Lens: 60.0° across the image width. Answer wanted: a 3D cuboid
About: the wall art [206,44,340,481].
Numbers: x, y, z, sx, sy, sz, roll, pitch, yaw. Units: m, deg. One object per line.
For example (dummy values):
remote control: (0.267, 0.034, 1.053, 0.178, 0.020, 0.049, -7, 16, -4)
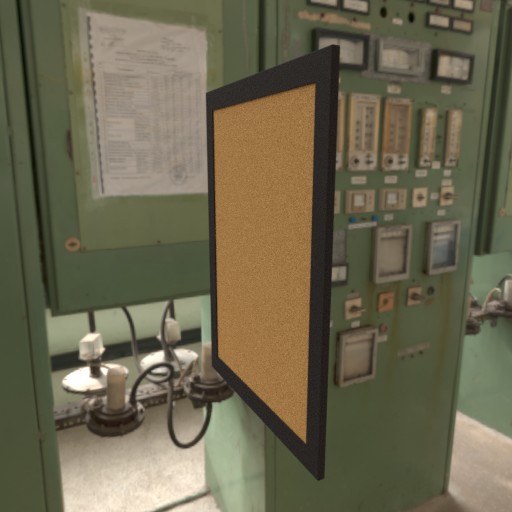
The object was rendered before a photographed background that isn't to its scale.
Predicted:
wall art: (0.000, 0.000, 0.688, 0.012, 0.529, 0.374, -6, 13, -27)
